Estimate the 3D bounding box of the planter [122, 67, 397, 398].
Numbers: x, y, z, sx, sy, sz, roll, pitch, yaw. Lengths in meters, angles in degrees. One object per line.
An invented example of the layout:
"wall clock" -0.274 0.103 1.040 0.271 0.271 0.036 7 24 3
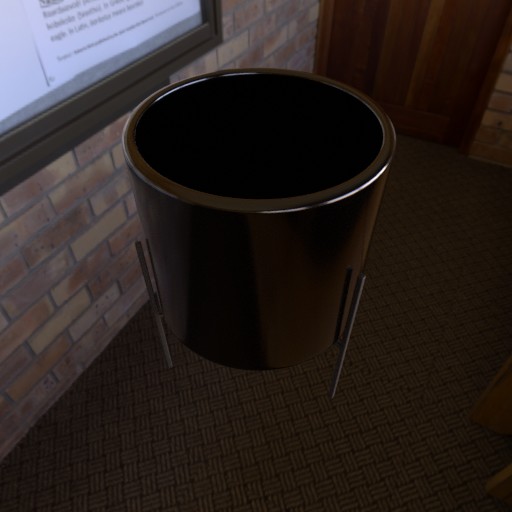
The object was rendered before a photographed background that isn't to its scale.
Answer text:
"planter" 0.000 0.000 0.647 0.310 0.432 0.310 -2 46 -2
